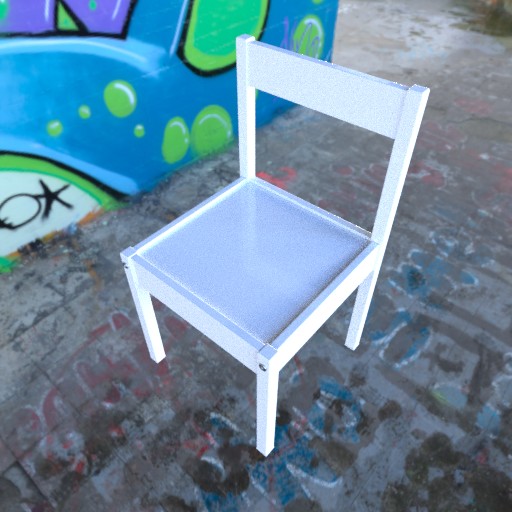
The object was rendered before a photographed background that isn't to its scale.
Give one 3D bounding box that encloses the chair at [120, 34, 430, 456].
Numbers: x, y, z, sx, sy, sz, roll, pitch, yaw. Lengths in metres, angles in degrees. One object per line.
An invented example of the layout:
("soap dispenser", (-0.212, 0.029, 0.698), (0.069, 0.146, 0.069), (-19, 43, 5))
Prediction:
("chair", (0.000, 0.000, 0.671), (0.285, 0.505, 0.285), (31, 52, 28))
